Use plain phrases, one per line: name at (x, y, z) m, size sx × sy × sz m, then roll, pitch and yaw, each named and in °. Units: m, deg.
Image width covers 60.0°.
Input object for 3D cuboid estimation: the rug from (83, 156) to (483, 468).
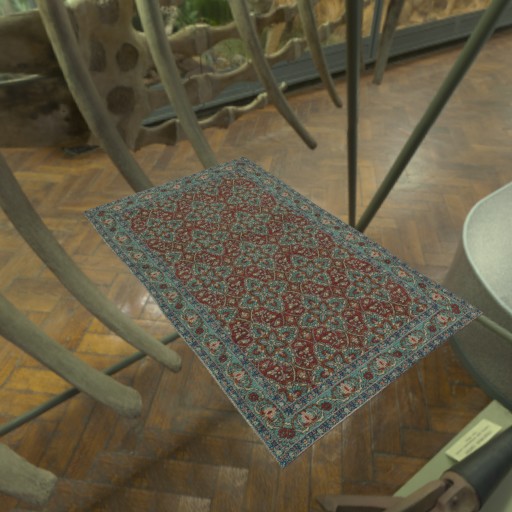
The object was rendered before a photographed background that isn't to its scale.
rug at (0.000, 0.000, 3.013) m, size 1.533 × 0.011 × 2.439 m, roll -26°, pitch 46°, yaw -27°
